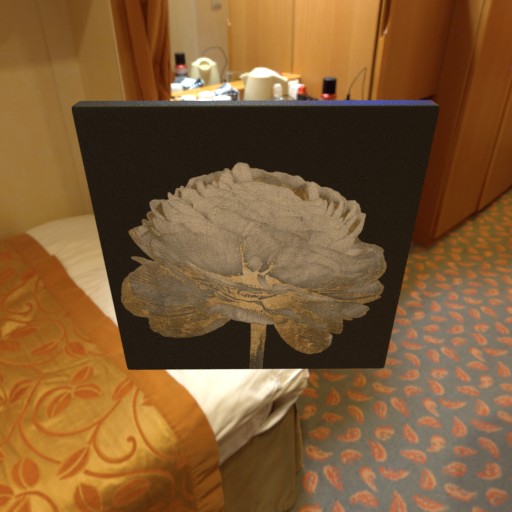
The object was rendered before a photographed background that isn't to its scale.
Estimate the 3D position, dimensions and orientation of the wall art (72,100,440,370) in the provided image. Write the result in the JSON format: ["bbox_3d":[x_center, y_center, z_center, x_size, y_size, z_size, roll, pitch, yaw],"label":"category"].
[{"bbox_3d":[0.000,0.000,0.909,0.610,0.611,0.043,0,32,0],"label":"wall art"}]
